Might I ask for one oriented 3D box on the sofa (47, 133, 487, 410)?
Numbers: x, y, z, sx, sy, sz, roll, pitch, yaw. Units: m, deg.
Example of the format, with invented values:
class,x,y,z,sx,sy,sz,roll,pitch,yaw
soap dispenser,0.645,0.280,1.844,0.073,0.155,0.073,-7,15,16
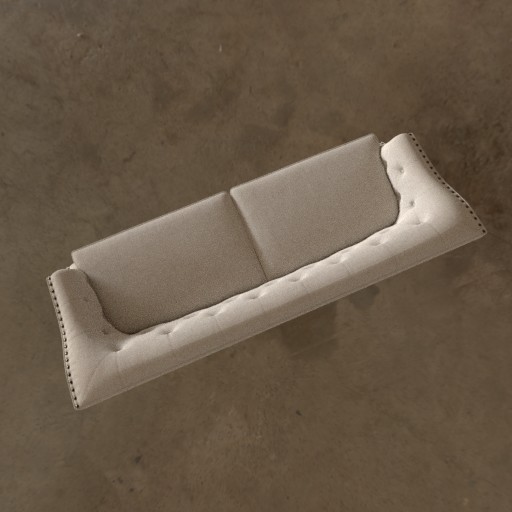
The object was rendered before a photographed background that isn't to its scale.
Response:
class,x,y,z,sx,sy,sz,roll,pitch,yaw
sofa,0.000,0.000,2.673,2.235,0.901,0.914,-22,77,-6
